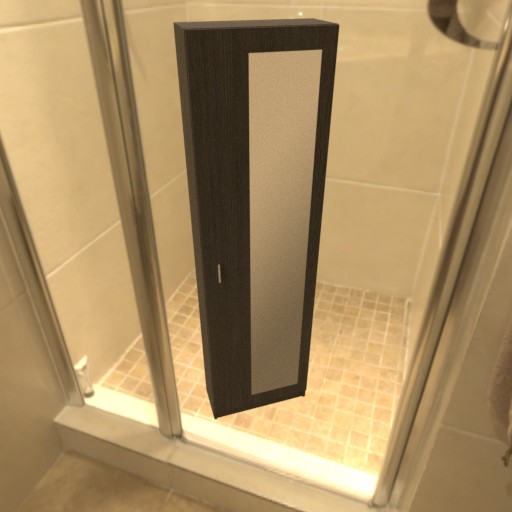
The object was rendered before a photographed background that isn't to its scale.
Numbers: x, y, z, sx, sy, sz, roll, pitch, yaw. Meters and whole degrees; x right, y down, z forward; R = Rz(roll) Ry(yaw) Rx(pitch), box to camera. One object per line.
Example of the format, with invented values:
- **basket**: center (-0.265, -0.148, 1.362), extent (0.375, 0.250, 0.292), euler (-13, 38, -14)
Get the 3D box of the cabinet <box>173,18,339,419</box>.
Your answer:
- **cabinet**: center (0.000, 0.000, 1.919), extent (0.500, 1.790, 0.230), euler (-10, 34, -14)
